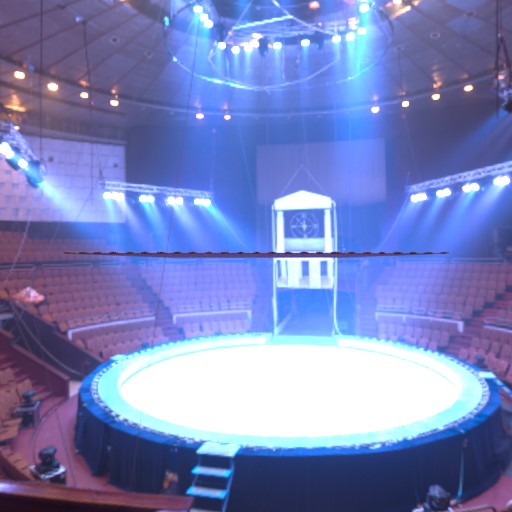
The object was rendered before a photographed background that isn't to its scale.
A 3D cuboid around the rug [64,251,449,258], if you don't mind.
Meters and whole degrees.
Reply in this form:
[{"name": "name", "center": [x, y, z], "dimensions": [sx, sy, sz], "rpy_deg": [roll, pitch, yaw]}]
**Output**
[{"name": "rug", "center": [0.000, 0.000, 2.906], "dimensions": [1.544, 0.010, 2.315], "rpy_deg": [0, -1, 0]}]
